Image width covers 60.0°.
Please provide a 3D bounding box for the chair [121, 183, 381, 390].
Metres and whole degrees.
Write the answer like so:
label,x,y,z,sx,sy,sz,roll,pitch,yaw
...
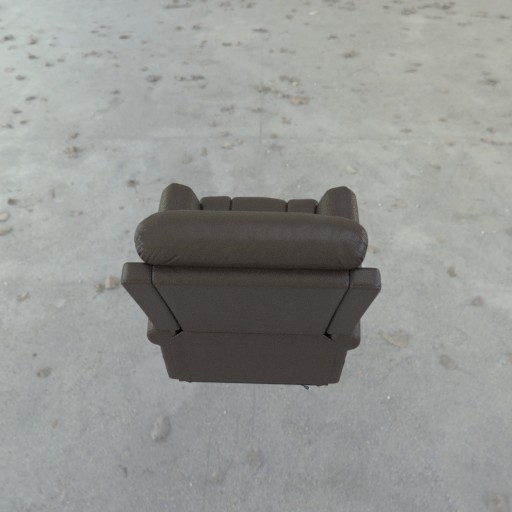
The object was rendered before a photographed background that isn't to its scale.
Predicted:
label,x,y,z,sx,sy,sz,roll,pitch,yaw
chair,0.000,0.000,1.735,0.869,1.028,0.978,1,45,1
